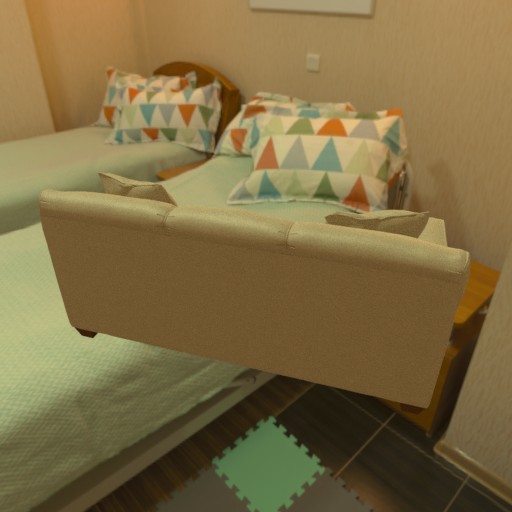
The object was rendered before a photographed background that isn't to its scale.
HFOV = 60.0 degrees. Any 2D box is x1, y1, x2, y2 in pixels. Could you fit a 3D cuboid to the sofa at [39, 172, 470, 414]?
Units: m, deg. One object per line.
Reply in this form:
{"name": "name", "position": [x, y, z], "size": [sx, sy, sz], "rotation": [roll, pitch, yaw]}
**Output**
{"name": "sofa", "position": [0.000, 0.000, 2.541], "size": [2.024, 0.958, 0.997], "rotation": [9, 33, 15]}
